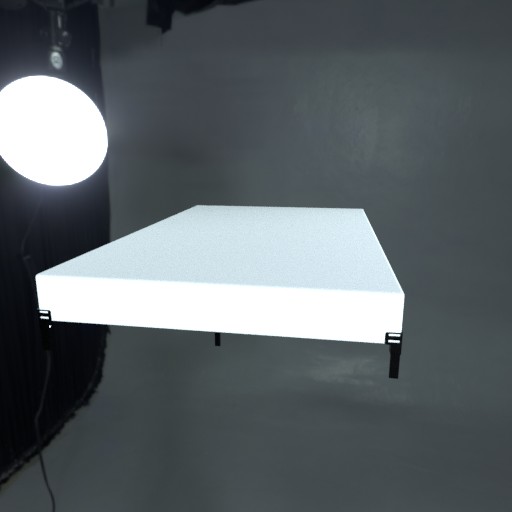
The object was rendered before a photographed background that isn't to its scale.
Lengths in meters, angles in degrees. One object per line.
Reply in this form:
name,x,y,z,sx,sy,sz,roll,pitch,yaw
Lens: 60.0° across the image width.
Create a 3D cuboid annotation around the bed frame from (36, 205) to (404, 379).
bed frame,0.000,0.000,3.701,1.930,0.440,2.987,2,14,9
